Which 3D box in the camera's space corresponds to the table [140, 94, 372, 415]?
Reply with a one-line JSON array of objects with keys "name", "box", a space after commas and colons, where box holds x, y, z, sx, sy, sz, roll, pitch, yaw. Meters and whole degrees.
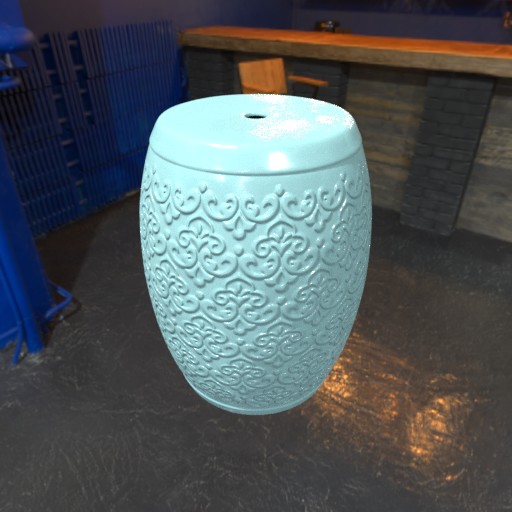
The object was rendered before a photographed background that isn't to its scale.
[{"name": "table", "box": [0.000, 0.000, 0.630, 0.309, 0.397, 0.309, 0, 32, 0]}]
